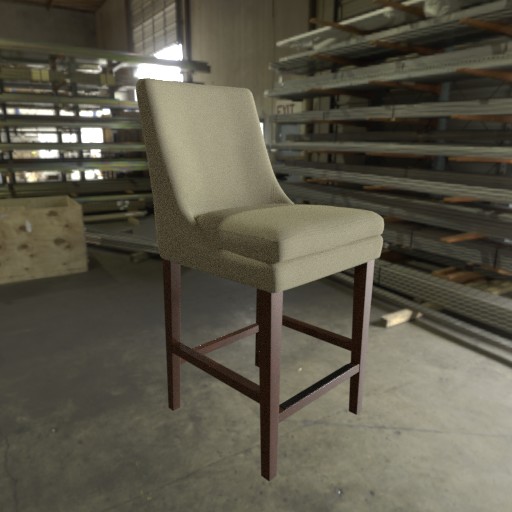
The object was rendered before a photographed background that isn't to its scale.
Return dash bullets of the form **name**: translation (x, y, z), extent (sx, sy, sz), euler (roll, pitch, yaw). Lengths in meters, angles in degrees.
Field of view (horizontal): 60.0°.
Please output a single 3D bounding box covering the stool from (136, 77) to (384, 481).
- **stool**: translation (0.000, 0.000, 1.288), extent (0.470, 0.981, 0.577), euler (-14, 20, -43)
